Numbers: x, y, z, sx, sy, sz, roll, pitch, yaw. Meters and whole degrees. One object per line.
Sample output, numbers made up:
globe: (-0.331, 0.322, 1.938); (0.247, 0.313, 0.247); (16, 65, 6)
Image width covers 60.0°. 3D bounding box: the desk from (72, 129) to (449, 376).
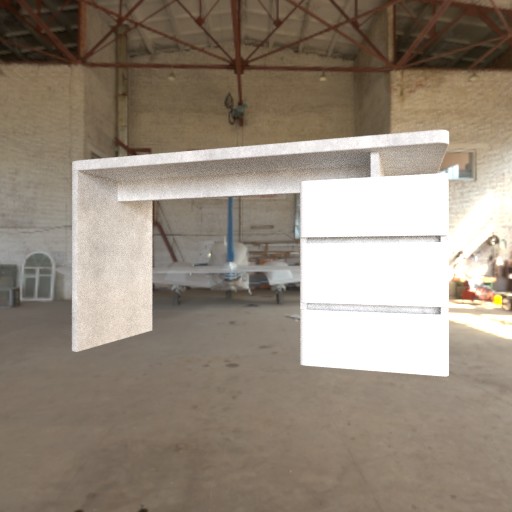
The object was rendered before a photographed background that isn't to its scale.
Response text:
desk: (0.000, 0.000, 1.797); (1.400, 0.755, 0.550); (0, 0, 19)
